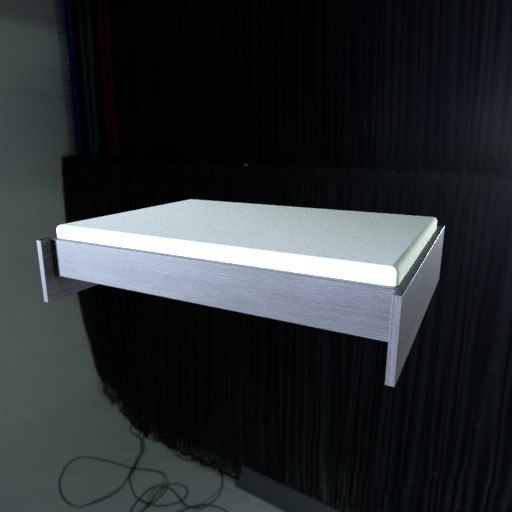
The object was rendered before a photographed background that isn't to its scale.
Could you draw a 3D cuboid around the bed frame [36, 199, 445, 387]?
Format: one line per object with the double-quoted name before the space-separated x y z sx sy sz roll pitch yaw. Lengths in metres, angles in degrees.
"bed frame" 0.000 0.000 2.676 1.950 0.432 1.490 8 16 27
